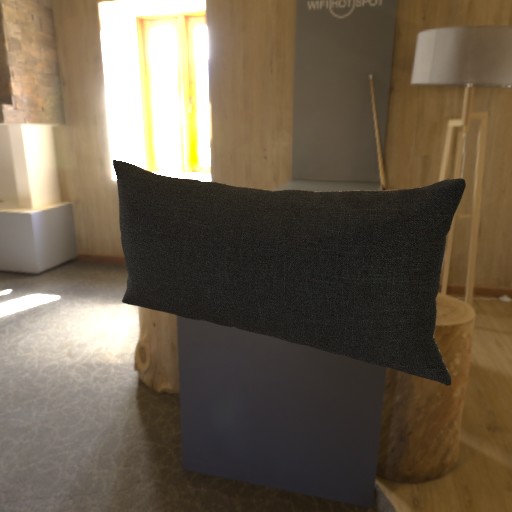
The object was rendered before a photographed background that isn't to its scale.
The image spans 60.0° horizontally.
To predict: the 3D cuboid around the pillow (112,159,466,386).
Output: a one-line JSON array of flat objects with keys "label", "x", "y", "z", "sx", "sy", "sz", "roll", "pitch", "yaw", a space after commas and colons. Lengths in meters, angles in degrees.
[{"label": "pillow", "x": 0.000, "y": 0.000, "z": 0.731, "sx": 0.631, "sy": 0.292, "sz": 0.148, "roll": 9, "pitch": 19, "yaw": 28}]
